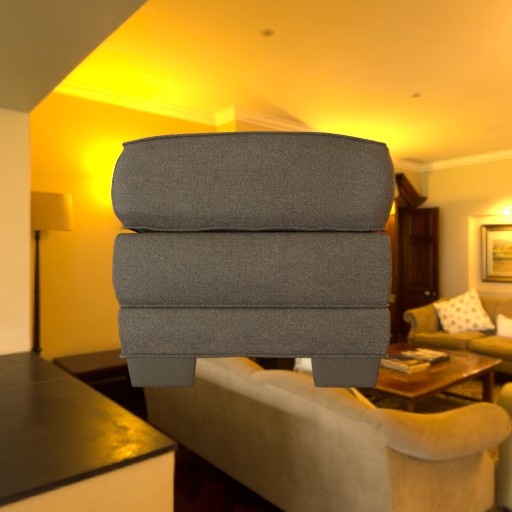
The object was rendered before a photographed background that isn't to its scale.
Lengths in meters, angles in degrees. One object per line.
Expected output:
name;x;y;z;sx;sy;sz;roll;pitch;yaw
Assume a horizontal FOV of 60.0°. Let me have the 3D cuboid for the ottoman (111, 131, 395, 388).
ottoman;0.000;0.000;1.152;0.490;0.448;0.864;0;0;0
